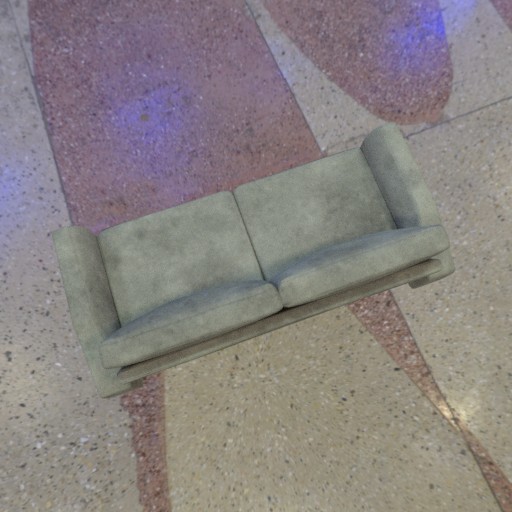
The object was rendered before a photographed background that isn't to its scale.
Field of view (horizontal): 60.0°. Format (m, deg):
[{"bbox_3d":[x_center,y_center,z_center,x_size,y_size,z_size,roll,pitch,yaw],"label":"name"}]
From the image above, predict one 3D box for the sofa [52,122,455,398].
[{"bbox_3d":[0.000,0.000,2.286,1.837,0.859,0.849,-19,75,-5],"label":"sofa"}]
